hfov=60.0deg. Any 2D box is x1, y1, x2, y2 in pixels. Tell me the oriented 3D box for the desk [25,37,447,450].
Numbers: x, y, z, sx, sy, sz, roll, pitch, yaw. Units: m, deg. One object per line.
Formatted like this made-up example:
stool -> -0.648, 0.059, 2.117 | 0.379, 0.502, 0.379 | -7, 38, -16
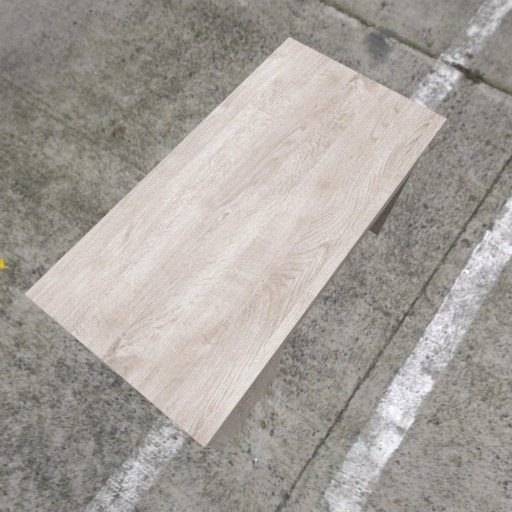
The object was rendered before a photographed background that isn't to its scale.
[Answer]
desk -> 0.000, 0.000, 1.506 | 0.560, 0.735, 1.097 | 34, 70, 15
